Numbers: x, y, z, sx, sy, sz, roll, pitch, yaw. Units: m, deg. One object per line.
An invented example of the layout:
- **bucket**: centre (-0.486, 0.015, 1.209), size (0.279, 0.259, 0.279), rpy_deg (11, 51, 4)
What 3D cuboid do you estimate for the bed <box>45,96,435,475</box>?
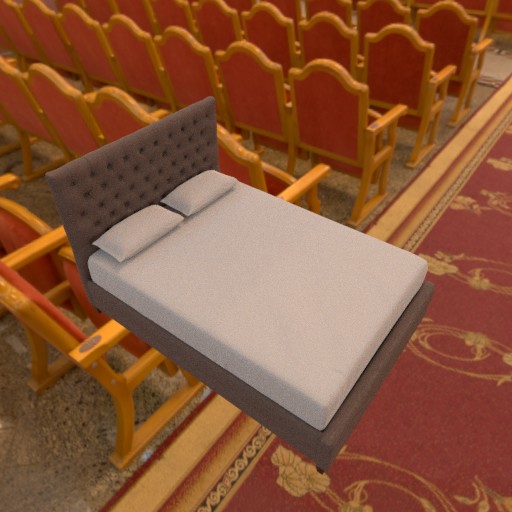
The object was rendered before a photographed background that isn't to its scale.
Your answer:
- **bed**: centre (0.000, 0.000, 3.423), size (2.387, 1.427, 1.698), rpy_deg (27, 48, 27)
